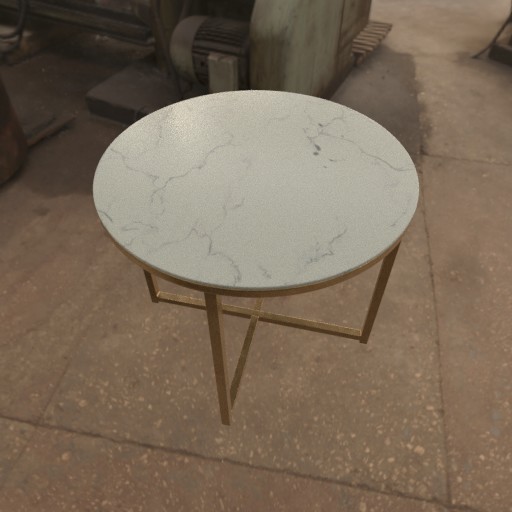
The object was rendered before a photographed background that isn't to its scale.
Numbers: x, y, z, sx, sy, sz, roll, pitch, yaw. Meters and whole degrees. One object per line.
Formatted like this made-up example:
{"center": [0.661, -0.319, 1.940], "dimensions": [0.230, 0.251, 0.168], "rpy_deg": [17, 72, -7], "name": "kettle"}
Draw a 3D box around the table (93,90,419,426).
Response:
{"center": [0.000, 0.000, 0.852], "dimensions": [0.500, 0.420, 0.500], "rpy_deg": [0, 47, 0], "name": "table"}
